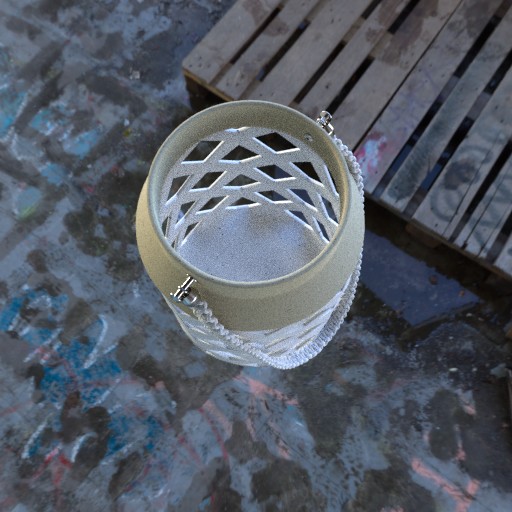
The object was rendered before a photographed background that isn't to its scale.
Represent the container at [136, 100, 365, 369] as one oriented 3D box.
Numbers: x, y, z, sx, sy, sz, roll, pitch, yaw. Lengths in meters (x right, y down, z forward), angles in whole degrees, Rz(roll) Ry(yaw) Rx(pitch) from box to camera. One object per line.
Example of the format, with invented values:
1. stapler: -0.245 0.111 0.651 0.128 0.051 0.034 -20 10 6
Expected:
1. container: 0.000 0.000 0.393 0.198 0.264 0.188 36 76 10
